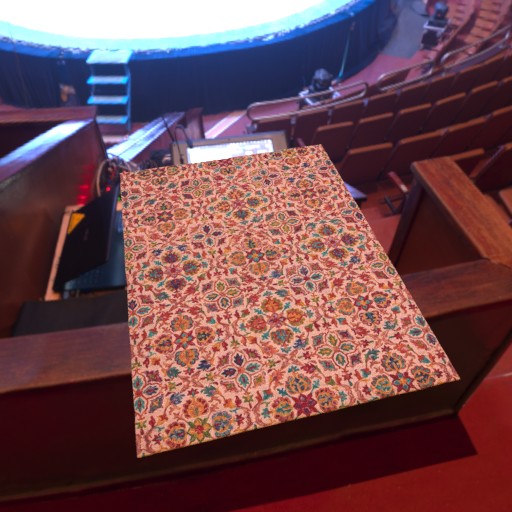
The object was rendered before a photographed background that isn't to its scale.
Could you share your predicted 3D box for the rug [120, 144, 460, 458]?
[{"bbox_3d":[0.000,0.000,4.245,2.446,0.020,3.215,-10,49,-9],"label":"rug"}]
